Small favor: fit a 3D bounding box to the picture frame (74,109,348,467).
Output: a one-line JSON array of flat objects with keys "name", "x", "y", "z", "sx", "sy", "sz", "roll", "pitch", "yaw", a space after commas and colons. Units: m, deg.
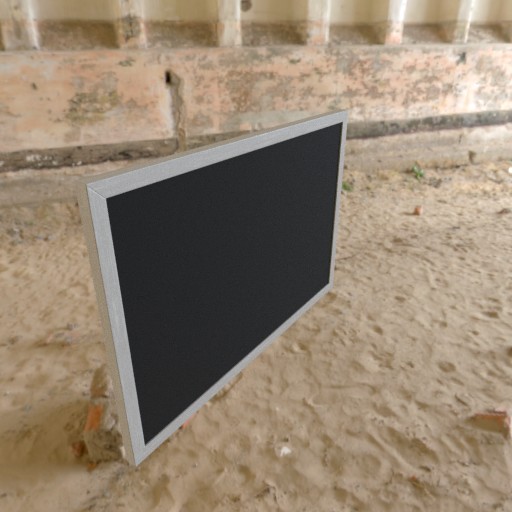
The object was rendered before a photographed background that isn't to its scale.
[{"name": "picture frame", "x": 0.000, "y": 0.000, "z": 1.182, "sx": 0.029, "sy": 0.640, "sz": 0.950, "roll": 18, "pitch": 31, "yaw": 31}]
